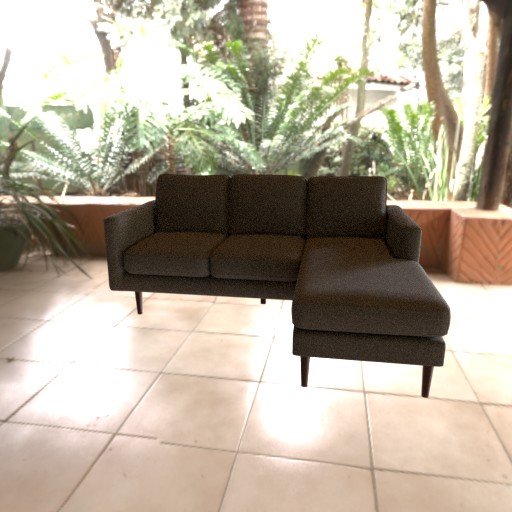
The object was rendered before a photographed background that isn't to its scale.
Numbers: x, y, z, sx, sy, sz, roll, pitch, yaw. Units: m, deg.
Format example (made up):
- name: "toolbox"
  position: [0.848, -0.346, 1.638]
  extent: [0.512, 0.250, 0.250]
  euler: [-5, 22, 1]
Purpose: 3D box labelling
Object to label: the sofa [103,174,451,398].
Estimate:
- name: "sofa"
  position: [0.000, 0.000, 2.915]
  extent: [2.055, 0.957, 1.667]
  euler: [2, 15, 9]
